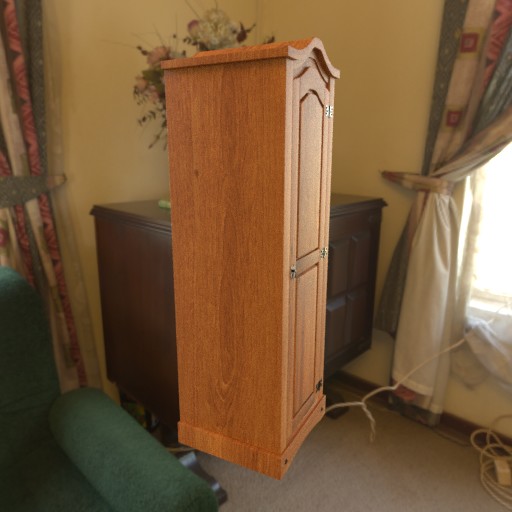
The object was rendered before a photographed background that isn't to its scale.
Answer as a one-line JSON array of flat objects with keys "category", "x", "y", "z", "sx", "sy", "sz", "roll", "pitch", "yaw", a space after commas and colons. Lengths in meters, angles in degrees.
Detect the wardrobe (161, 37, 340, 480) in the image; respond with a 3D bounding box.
[{"category": "wardrobe", "x": 0.000, "y": 0.000, "z": 2.136, "sx": 0.570, "sy": 1.870, "sz": 0.590, "roll": 7, "pitch": 15, "yaw": 27}]
